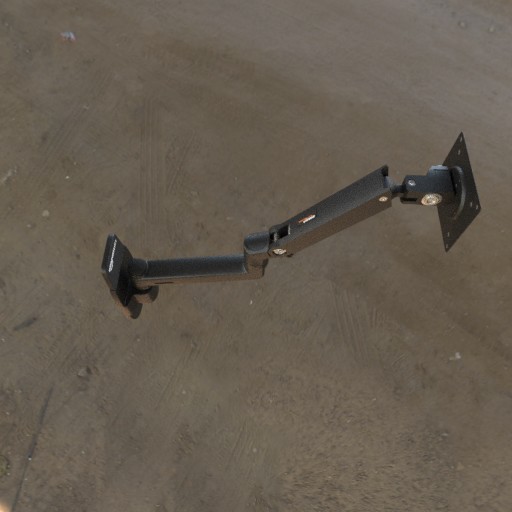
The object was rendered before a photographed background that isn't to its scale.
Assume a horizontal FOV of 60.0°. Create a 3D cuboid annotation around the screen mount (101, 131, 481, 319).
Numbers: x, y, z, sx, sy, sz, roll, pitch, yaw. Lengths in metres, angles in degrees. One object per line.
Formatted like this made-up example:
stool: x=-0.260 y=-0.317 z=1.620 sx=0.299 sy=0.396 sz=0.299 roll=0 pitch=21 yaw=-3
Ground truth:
screen mount: x=0.000 y=0.000 z=0.717 sx=0.495 sy=0.466 sz=0.115 roll=2 pitch=62 yaw=1
